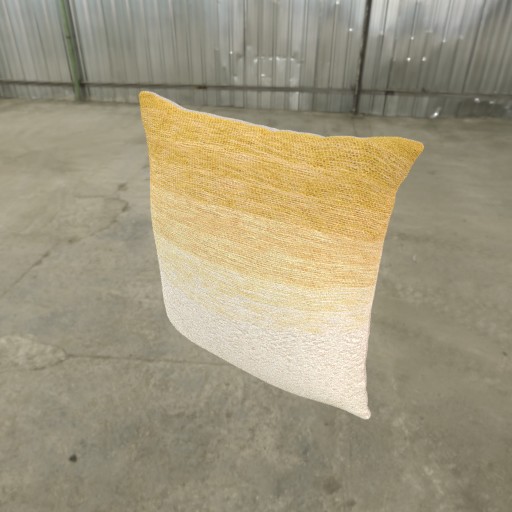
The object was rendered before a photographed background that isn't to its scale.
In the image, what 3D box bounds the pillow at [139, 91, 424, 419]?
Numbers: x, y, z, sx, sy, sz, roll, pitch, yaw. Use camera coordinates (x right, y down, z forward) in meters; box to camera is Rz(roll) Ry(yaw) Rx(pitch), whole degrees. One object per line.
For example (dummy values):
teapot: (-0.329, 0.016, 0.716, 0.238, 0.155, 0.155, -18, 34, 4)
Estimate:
pillow: (0.000, 0.000, 0.702, 0.450, 0.450, 0.211, 21, 37, 30)
